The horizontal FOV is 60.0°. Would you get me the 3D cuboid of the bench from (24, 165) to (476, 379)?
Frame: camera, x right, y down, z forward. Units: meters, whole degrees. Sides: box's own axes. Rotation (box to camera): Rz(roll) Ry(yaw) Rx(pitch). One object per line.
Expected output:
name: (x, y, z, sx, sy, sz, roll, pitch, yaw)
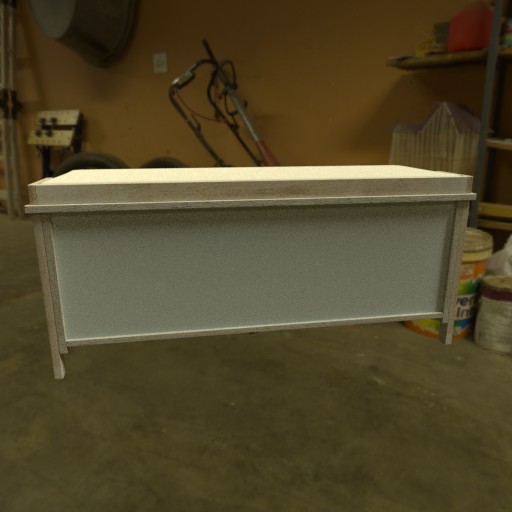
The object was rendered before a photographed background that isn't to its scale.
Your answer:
bench: (0.000, 0.000, 1.347, 1.140, 0.501, 0.398, -3, 16, -10)
